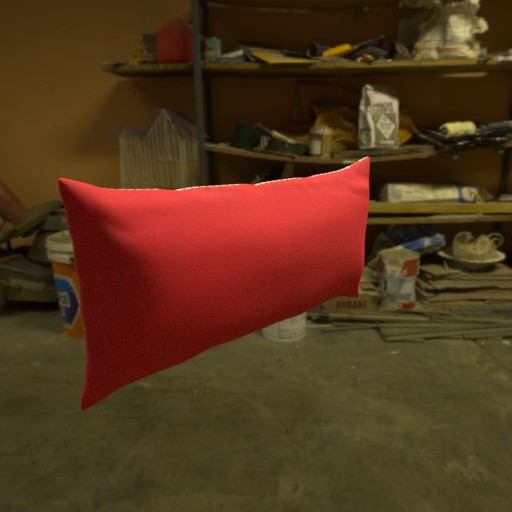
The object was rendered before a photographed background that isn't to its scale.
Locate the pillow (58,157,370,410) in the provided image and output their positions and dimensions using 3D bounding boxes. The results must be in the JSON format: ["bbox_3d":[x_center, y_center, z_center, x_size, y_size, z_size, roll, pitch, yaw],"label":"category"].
[{"bbox_3d":[0.000,0.000,0.724,0.608,0.297,0.151,-14,21,-41],"label":"pillow"}]
